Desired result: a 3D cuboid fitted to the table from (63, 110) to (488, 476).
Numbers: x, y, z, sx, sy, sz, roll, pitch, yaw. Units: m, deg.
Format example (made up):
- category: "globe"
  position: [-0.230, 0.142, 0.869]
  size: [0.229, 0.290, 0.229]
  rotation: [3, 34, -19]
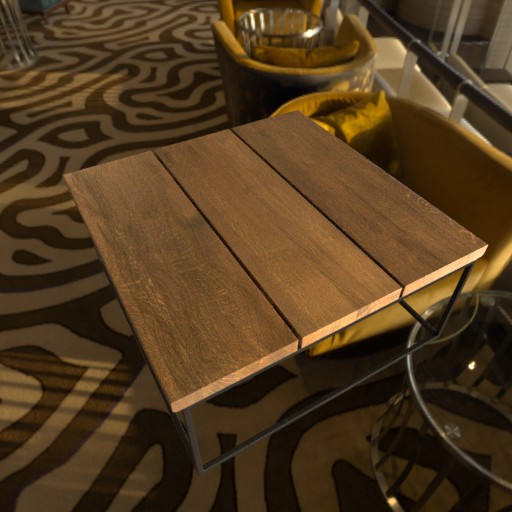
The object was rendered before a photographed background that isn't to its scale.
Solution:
- category: "table"
  position: [0.000, 0.000, 1.430]
  size: [0.900, 0.400, 0.900]
  rotation: [-22, 48, -21]
